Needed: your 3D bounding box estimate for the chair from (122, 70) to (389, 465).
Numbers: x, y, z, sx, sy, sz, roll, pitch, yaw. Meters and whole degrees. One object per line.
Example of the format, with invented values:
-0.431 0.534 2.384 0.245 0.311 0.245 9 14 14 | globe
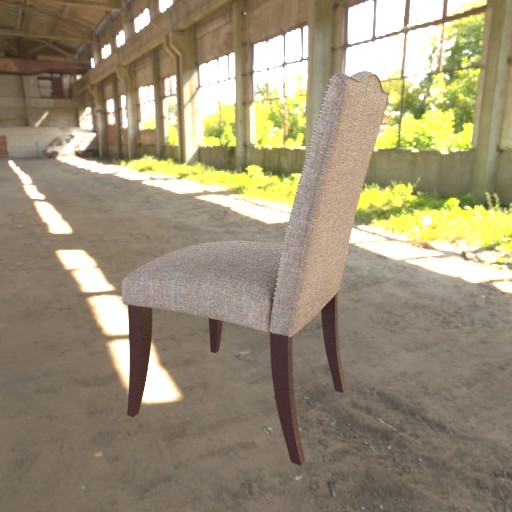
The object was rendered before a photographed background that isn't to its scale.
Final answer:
0.000 0.000 1.356 0.660 1.016 0.513 8 17 26 | chair
